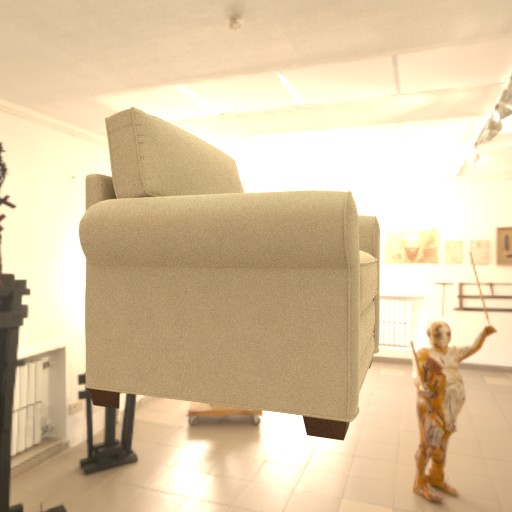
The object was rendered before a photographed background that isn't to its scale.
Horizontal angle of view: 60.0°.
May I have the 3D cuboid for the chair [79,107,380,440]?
[{"bbox_3d":[0.000,0.000,1.686,0.863,0.955,1.040,0,1,19],"label":"chair"}]
